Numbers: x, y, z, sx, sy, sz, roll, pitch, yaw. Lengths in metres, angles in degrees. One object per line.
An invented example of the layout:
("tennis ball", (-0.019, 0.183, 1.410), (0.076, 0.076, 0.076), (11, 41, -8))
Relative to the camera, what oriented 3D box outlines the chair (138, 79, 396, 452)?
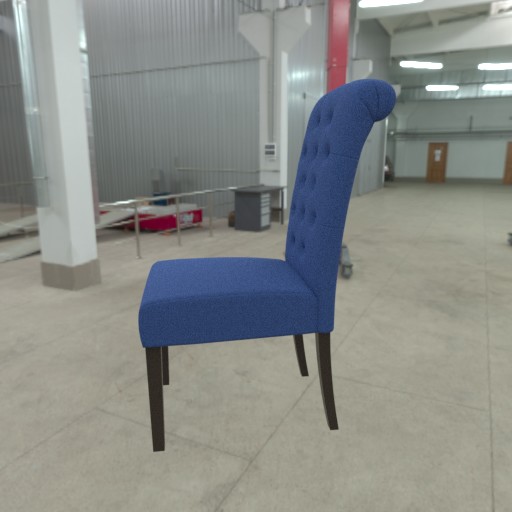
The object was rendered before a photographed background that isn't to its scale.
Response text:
("chair", (0.000, 0.000, 1.362), (0.671, 1.006, 0.456), (-2, 13, -9))
